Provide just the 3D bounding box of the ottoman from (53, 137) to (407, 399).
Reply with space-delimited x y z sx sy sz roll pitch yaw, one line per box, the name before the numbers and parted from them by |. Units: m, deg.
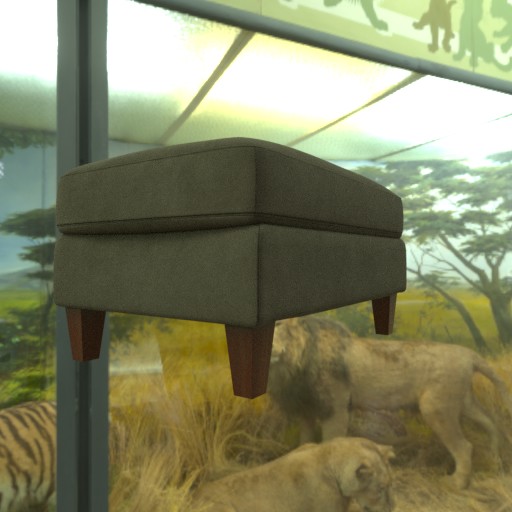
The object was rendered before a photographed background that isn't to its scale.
ottoman | 0.000 0.000 1.206 0.584 0.483 0.864 0 0 34
